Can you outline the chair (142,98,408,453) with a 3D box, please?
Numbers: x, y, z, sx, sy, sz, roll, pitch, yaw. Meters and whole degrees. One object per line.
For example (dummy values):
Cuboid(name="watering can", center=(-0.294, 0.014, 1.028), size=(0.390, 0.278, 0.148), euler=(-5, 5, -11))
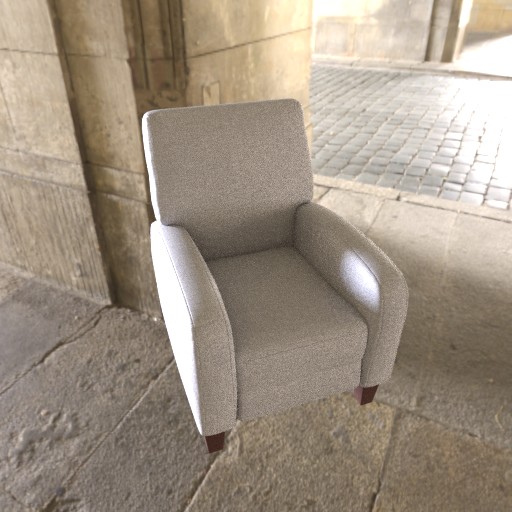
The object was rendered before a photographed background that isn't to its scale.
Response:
Cuboid(name="chair", center=(0.000, 0.000, 1.721), size=(0.762, 0.990, 0.990), euler=(-11, 34, -17))
